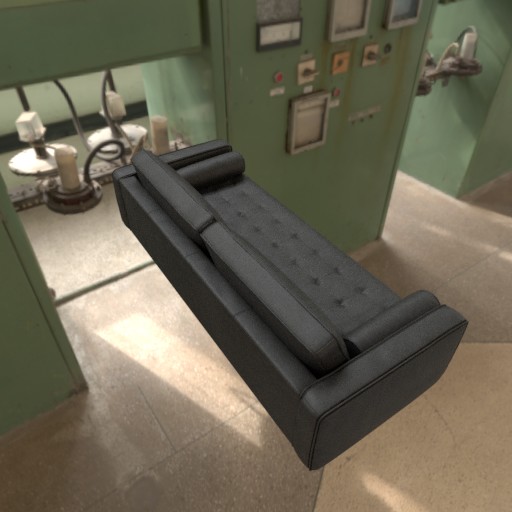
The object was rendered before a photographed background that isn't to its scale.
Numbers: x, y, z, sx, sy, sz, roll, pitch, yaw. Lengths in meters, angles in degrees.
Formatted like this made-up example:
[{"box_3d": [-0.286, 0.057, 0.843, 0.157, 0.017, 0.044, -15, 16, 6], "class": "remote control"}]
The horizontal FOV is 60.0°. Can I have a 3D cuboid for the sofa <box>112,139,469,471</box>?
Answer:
[{"box_3d": [0.000, 0.000, 2.607, 0.914, 0.762, 2.210, -24, 46, -25], "class": "sofa"}]
